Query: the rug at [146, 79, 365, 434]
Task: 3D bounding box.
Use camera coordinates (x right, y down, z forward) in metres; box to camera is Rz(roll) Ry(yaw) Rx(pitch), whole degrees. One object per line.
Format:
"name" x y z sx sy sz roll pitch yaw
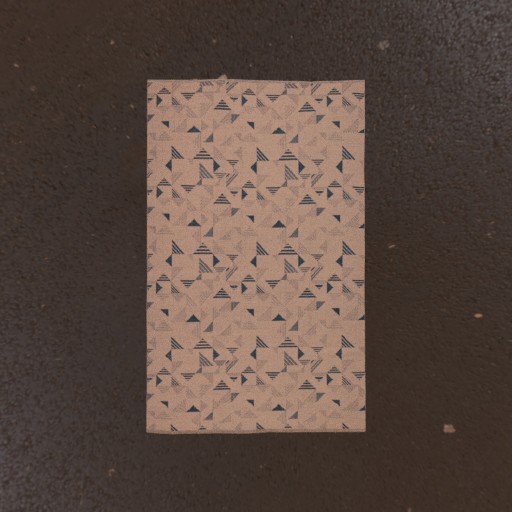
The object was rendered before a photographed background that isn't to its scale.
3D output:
"rug" 0.000 0.000 3.072 1.512 0.009 2.457 0 89 0
